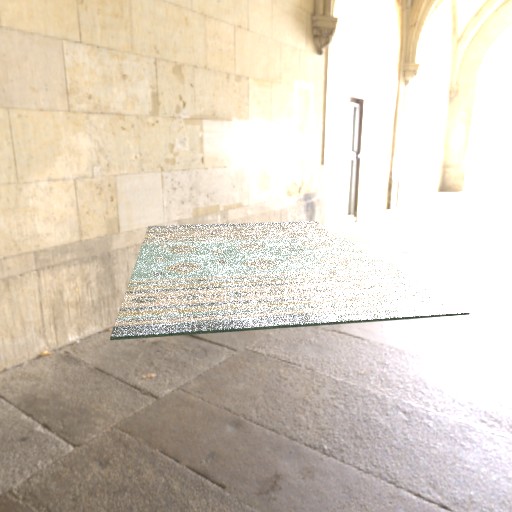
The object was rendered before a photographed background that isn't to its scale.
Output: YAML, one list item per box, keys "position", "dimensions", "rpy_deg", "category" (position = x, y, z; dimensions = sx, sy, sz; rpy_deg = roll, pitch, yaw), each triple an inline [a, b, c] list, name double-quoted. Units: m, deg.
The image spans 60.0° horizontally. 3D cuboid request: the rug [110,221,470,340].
- position: [0.000, 0.000, 2.314]
  dimensions: [1.212, 0.010, 1.811]
  rpy_deg: [-2, 15, -9]
  category: "rug"
